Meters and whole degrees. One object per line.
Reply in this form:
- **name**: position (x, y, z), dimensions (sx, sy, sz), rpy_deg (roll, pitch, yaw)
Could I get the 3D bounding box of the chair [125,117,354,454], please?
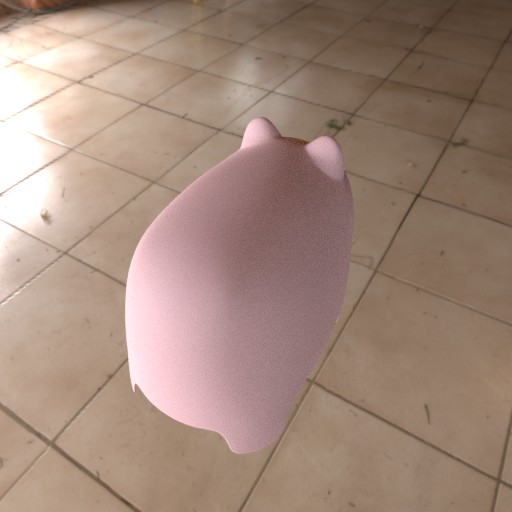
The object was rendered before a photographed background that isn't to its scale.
- **chair**: position (0.000, 0.000, 0.877), dimensions (0.364, 0.423, 0.619), rpy_deg (23, 50, 20)
